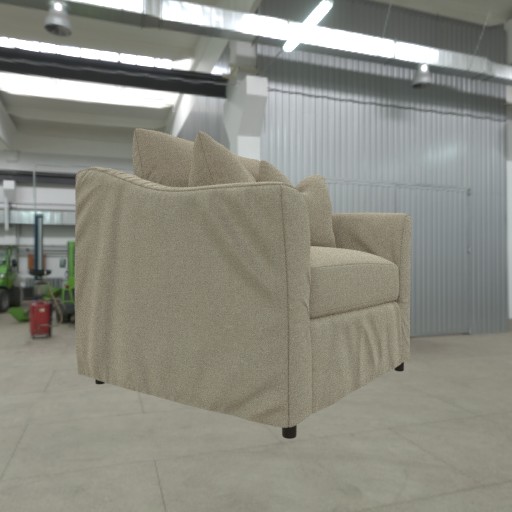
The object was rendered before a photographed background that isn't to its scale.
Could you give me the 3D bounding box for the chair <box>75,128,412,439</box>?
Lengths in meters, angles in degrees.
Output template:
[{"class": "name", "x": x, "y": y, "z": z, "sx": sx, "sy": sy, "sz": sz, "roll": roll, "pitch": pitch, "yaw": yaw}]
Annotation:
[{"class": "chair", "x": 0.000, "y": 0.000, "z": 2.021, "sx": 1.071, "sy": 1.093, "sz": 1.194, "roll": 0, "pitch": -1, "yaw": 36}]
